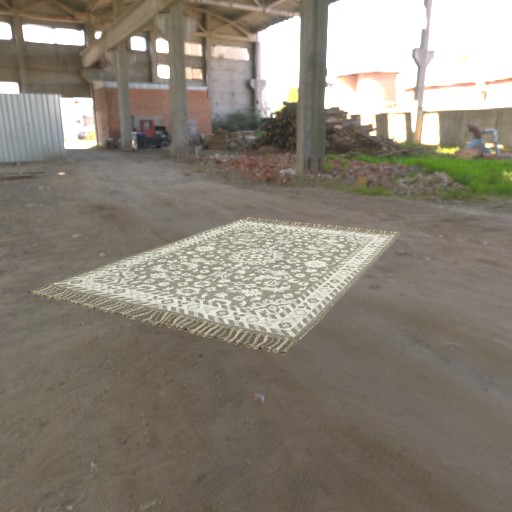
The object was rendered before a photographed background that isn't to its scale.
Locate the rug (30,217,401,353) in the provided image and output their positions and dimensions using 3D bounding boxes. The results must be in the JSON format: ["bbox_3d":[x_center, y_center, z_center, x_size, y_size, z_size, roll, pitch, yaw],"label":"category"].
[{"bbox_3d":[0.000,0.000,3.075,1.530,0.025,2.431,8,17,27],"label":"rug"}]
